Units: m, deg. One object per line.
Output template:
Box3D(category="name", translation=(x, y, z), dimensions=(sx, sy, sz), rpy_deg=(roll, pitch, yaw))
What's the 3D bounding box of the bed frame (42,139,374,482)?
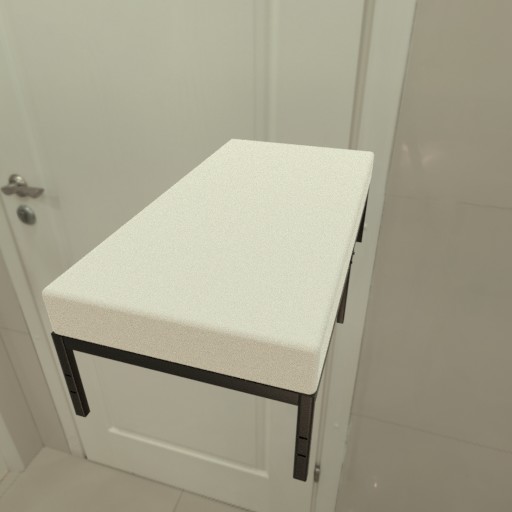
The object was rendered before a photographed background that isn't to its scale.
Box3D(category="bed frame", translation=(0.000, 0.000, 2.393), dimensions=(1.023, 0.659, 1.950), rpy_deg=(9, 32, 15))
